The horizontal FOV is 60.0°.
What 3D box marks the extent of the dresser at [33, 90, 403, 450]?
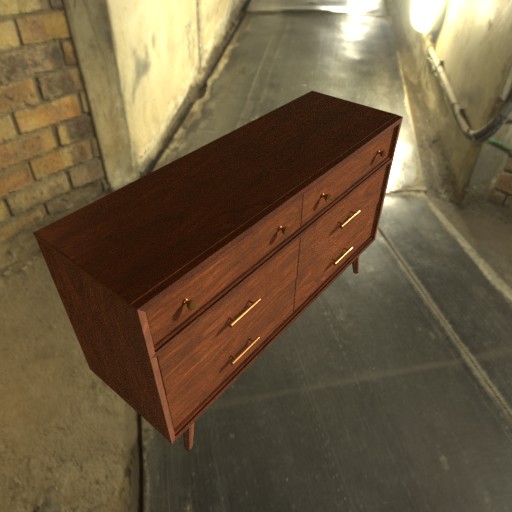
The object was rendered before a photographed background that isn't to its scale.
[{"bbox_3d":[0.000,0.000,1.914,0.500,0.889,1.472,28,48,29],"label":"dresser"}]
